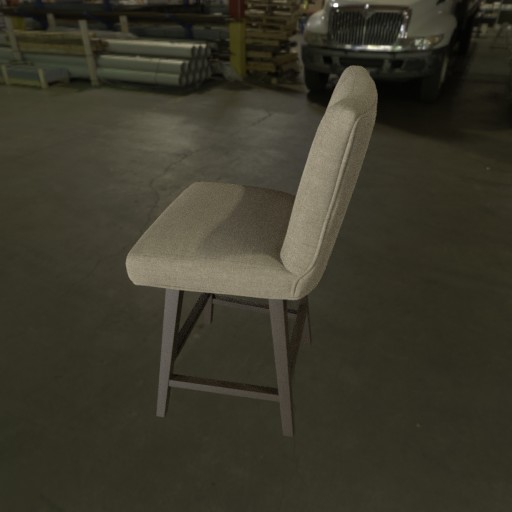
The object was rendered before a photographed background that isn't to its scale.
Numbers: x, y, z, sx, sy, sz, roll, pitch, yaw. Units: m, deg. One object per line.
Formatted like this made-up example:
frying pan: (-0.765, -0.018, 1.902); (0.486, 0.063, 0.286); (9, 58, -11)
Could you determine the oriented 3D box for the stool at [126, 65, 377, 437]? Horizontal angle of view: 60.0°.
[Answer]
stool: (0.000, 0.000, 1.316); (0.574, 1.000, 0.514); (7, 32, 11)
